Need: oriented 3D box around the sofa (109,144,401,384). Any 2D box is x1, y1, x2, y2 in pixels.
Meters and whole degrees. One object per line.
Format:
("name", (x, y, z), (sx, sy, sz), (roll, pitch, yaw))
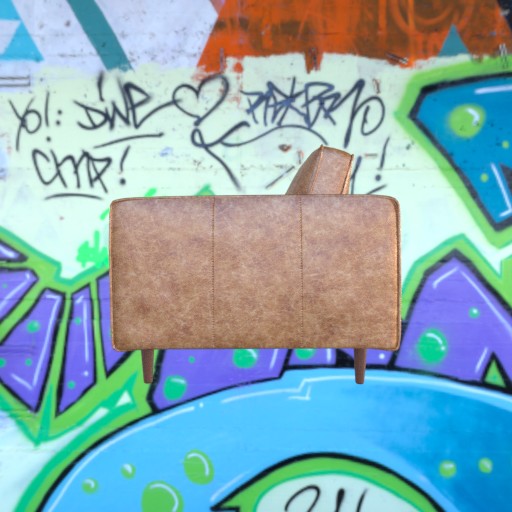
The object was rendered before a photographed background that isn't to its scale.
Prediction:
("sofa", (0.000, 0.000, 2.310), (0.924, 0.825, 1.920), (0, 2, 1))
